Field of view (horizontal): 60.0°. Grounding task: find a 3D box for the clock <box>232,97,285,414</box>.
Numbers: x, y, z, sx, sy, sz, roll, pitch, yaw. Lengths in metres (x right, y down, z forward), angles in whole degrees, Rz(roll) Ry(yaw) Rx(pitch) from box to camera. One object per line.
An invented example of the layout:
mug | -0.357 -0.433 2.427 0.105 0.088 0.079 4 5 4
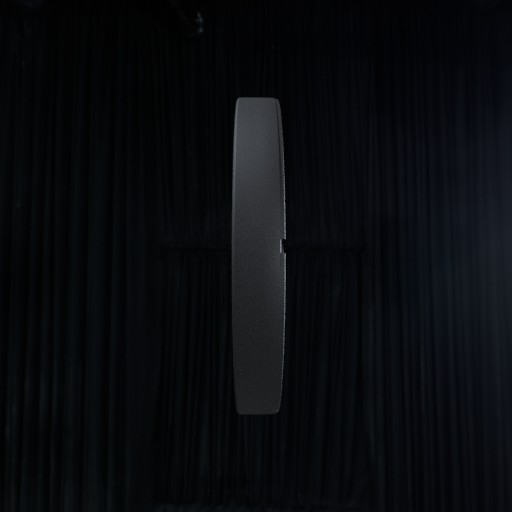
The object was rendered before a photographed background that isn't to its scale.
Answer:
clock | 0.000 0.000 0.436 0.040 0.293 0.293 0 -1 0
